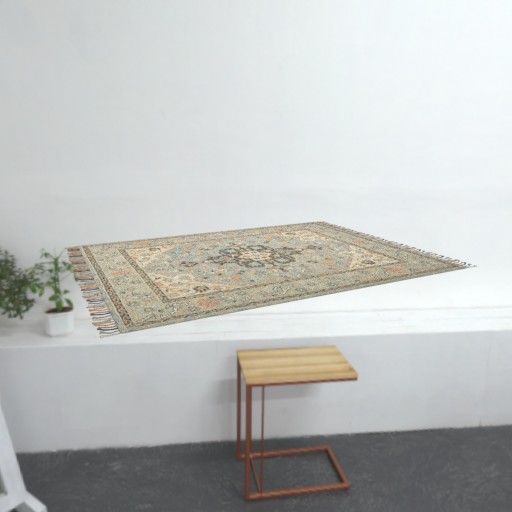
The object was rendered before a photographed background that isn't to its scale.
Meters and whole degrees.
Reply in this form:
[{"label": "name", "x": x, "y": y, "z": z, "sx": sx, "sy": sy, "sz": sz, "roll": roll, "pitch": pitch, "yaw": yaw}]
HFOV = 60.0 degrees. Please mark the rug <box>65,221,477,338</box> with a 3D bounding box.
[{"label": "rug", "x": 0.000, "y": 0.000, "z": 4.242, "sx": 3.221, "sy": 0.011, "sz": 2.379, "roll": -8, "pitch": 17, "yaw": -26}]
